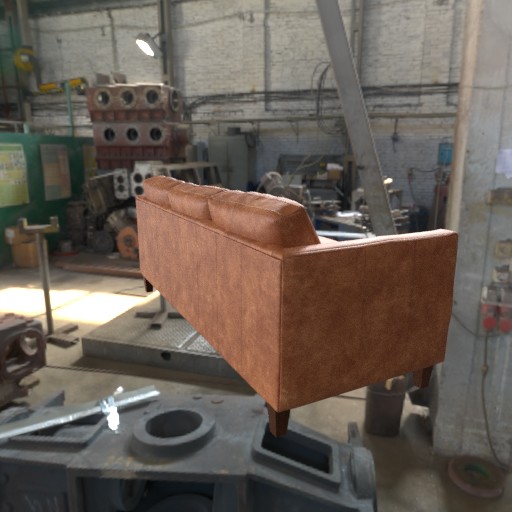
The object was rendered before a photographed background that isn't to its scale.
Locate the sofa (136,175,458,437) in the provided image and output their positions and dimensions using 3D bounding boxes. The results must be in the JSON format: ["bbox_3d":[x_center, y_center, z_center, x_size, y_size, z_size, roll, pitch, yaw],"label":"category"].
[{"bbox_3d":[0.000,0.000,3.000,1.045,1.006,2.464,-7,15,-27],"label":"sofa"}]
